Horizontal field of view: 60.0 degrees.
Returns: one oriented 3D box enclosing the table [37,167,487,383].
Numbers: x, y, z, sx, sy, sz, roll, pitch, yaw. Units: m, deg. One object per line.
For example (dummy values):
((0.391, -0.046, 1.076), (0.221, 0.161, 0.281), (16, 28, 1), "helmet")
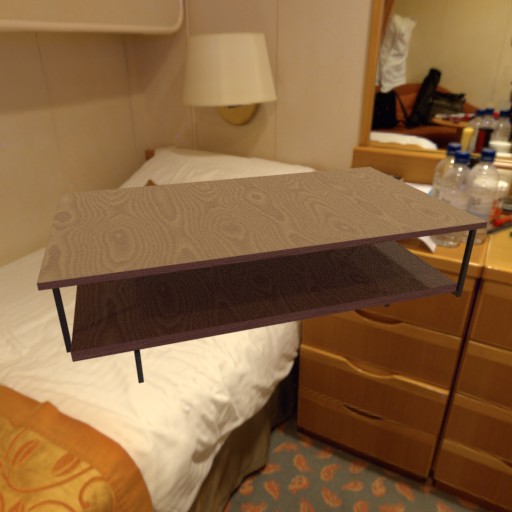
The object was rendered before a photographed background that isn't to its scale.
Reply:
((0.000, 0.000, 1.471), (1.197, 0.347, 0.651), (-8, 27, -16), "table")
